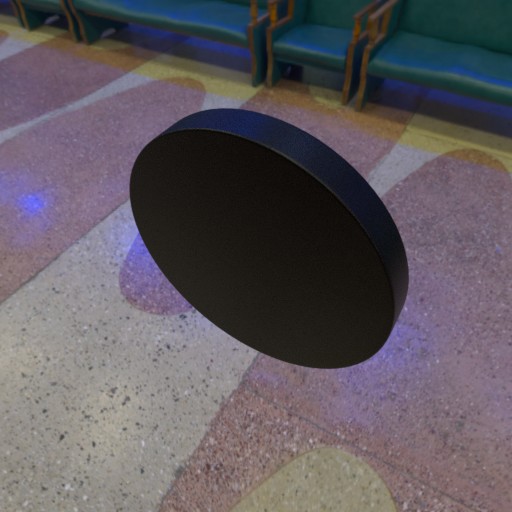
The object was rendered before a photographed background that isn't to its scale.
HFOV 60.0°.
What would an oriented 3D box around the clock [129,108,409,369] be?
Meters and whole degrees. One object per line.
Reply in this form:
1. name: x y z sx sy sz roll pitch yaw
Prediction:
1. clock: 0.000 0.000 0.475 0.314 0.314 0.040 24 52 21
